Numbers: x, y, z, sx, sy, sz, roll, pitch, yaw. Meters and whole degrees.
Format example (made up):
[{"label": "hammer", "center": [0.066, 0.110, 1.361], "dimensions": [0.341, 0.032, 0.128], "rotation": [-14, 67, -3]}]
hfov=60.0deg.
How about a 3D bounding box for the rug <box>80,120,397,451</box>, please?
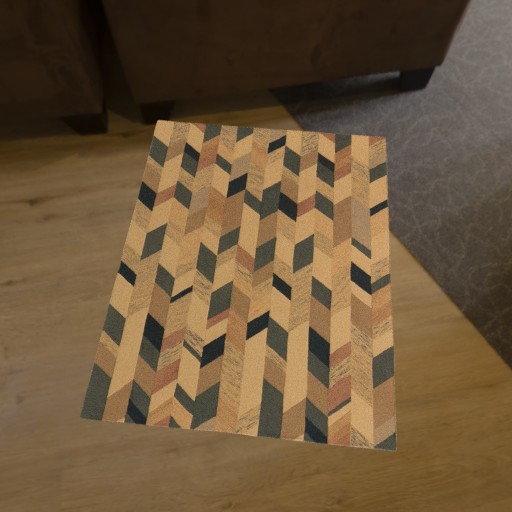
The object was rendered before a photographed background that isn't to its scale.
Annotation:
[{"label": "rug", "center": [0.000, 0.000, 4.055], "dimensions": [2.451, 0.011, 3.072], "rotation": [5, 63, 3]}]
